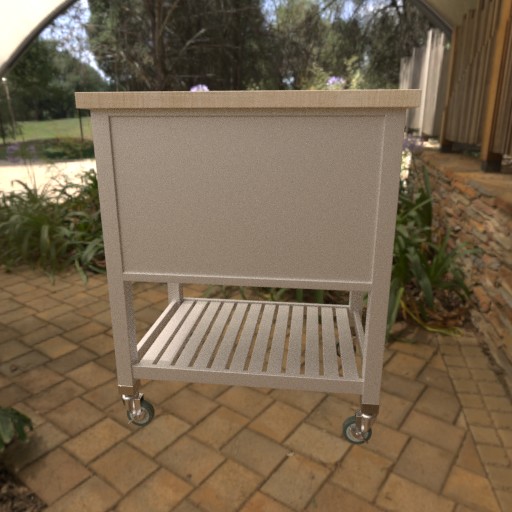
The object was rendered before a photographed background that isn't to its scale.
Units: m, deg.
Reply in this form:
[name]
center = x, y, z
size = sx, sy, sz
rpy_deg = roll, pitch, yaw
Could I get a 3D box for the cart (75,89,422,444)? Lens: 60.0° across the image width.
[cart]
center = 0.000, 0.000, 1.359
size = 0.762, 0.914, 0.559
rpy_deg = 2, 17, 7
